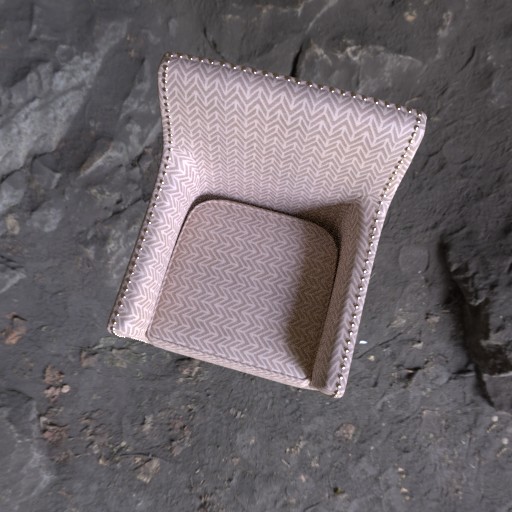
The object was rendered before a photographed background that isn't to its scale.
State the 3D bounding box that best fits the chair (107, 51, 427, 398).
[{"bbox_3d":[0.000,0.000,1.288,0.623,0.816,0.651,15,76,4],"label":"chair"}]
